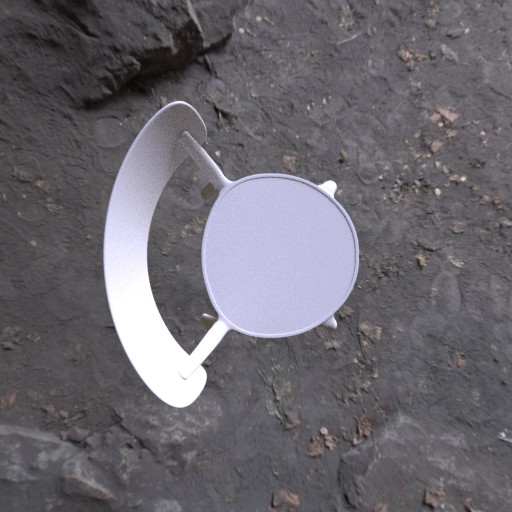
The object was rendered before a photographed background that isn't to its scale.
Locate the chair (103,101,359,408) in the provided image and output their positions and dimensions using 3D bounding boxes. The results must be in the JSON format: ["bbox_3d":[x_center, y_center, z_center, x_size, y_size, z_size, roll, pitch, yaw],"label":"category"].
[{"bbox_3d":[0.000,0.000,1.107,0.491,0.790,0.506,0,90,1],"label":"chair"}]
